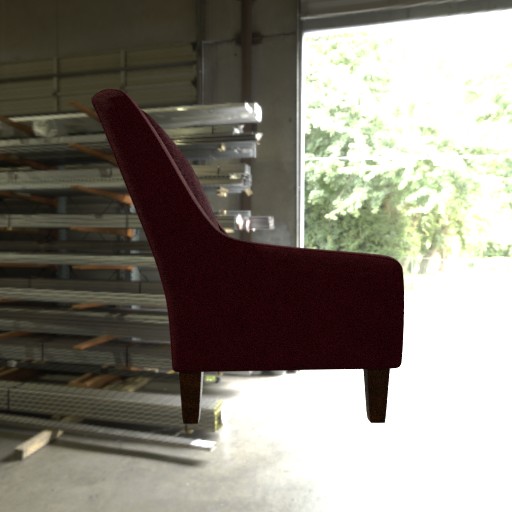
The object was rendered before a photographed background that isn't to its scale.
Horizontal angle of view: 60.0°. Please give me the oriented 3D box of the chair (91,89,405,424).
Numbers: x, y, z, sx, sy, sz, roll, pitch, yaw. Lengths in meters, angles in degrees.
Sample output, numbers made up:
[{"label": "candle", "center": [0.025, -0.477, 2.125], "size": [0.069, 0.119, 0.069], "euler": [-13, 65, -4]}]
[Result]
[{"label": "chair", "center": [0.000, 0.000, 1.699], "size": [0.985, 1.017, 0.793], "euler": [0, 1, 0]}]
